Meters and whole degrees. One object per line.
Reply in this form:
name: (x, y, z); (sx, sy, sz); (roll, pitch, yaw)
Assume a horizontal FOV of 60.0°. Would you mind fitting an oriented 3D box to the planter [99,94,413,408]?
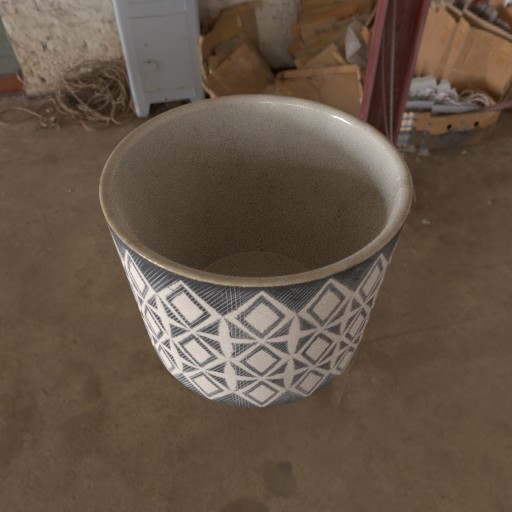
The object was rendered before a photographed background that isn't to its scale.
planter: (0.000, 0.000, 0.339); (0.192, 0.165, 0.192); (0, 47, 0)
